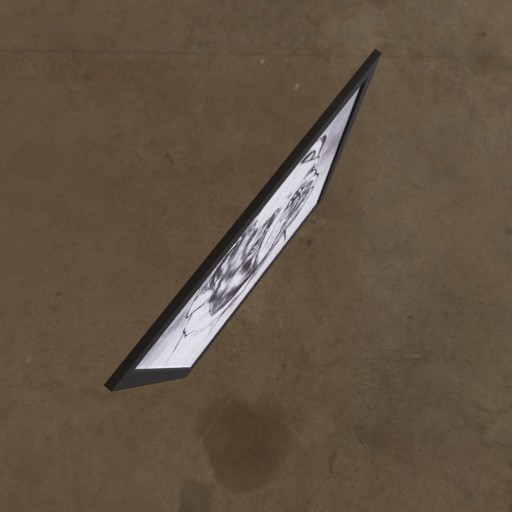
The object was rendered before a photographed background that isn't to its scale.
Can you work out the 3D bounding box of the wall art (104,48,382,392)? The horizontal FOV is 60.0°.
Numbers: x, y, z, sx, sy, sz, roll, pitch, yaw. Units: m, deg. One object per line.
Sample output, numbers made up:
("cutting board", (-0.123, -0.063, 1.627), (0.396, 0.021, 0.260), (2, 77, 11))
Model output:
("wall art", (0.000, 0.000, 0.829), (0.012, 0.558, 0.562), (36, 79, 8))
